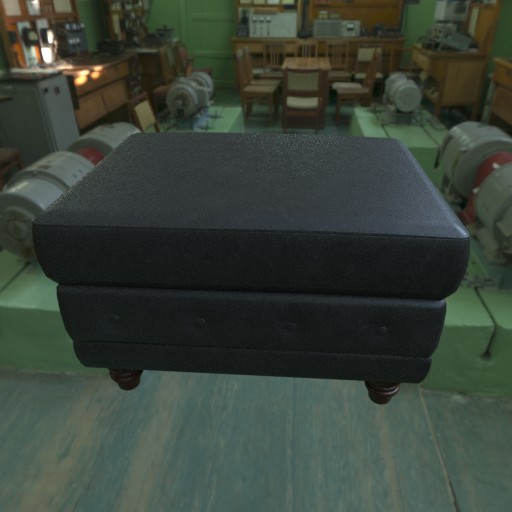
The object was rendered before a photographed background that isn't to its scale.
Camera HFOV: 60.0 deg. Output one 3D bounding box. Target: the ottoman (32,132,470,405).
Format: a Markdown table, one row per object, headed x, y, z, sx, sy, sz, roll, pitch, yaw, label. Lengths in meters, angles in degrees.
| x | y | z | sx | sy | sz | roll | pitch | yaw | label |
| --- | --- | --- | --- | --- | --- | --- | --- | --- | --- |
| 0.000 | 0.000 | 1.126 | 0.795 | 0.498 | 0.590 | 2 | 31 | 3 | ottoman |
